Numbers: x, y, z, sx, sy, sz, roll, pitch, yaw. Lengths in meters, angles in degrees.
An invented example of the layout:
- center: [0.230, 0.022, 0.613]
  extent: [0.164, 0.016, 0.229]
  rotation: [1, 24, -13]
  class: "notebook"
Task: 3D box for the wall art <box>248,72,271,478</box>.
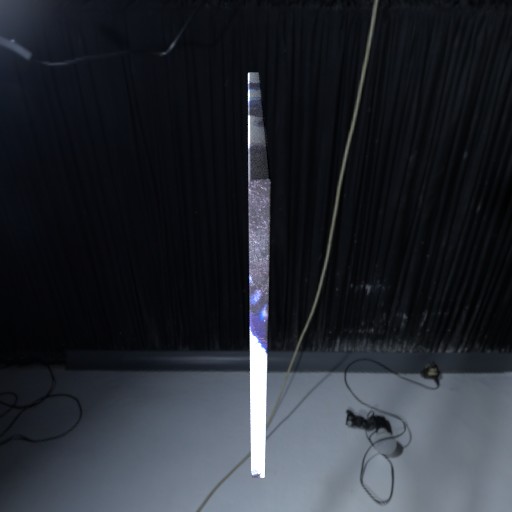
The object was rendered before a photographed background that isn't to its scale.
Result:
- center: [0.000, 0.000, 1.351]
  extent: [0.038, 0.885, 0.887]
  rotation: [0, 33, -1]
  class: "wall art"
